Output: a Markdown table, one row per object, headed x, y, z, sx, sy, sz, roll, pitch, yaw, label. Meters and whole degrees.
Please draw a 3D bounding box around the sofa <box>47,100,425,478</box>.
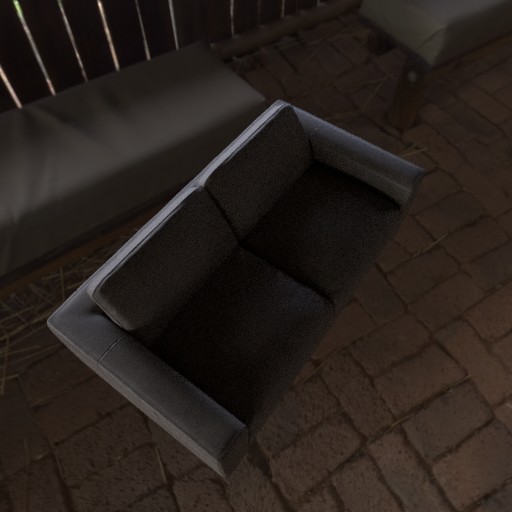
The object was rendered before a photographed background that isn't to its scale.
| x | y | z | sx | sy | sz | roll | pitch | yaw | label |
| --- | --- | --- | --- | --- | --- | --- | --- | --- | --- |
| 0.000 | 0.000 | 2.434 | 1.070 | 0.800 | 1.920 | 32 | 64 | 18 | sofa |
